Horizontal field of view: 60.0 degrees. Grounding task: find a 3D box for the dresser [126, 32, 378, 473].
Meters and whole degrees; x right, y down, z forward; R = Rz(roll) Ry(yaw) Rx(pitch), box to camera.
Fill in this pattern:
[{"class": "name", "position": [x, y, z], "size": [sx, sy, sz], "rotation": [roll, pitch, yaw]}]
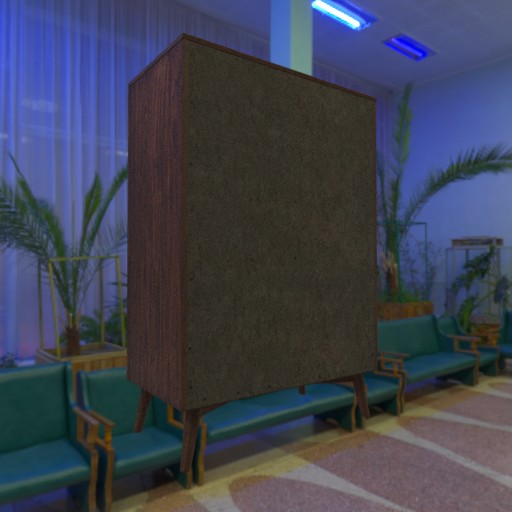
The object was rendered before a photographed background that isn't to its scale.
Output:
[{"class": "dresser", "position": [0.000, 0.000, 1.827], "size": [0.919, 1.365, 0.498], "rotation": [1, -1, -36]}]
